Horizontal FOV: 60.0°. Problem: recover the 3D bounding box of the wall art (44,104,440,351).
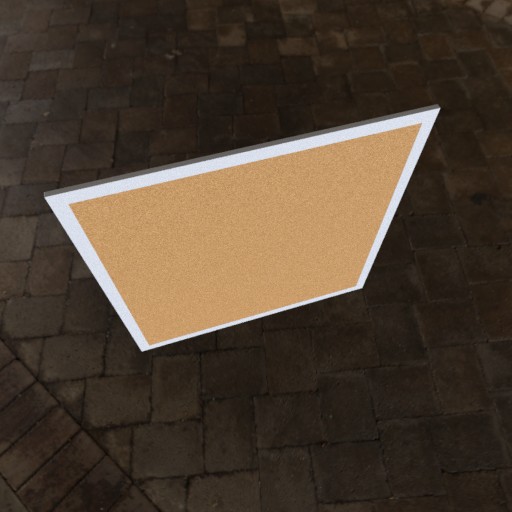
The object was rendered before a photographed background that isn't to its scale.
[{"bbox_3d":[0.000,0.000,1.219,0.812,0.813,0.013,-15,59,-9],"label":"wall art"}]
